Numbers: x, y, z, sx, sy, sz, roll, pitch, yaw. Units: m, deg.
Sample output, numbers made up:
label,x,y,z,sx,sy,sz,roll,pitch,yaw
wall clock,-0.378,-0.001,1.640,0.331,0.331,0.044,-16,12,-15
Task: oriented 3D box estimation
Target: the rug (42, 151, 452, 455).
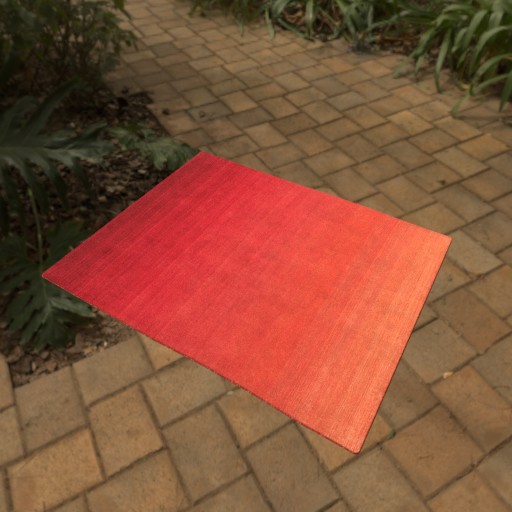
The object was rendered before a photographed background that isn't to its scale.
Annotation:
label,x,y,z,sx,sy,sz,roll,pitch,yaw
rug,0.000,0.000,3.978,2.905,0.028,2.340,23,49,22
